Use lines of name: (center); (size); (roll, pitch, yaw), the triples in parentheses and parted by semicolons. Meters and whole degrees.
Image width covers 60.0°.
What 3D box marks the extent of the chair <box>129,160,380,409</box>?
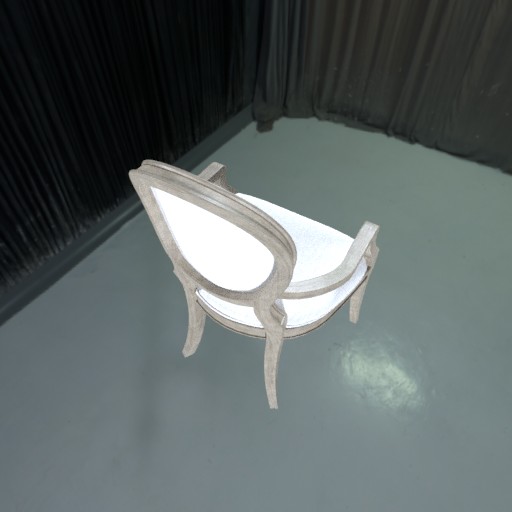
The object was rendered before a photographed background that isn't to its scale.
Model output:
chair: (0.000, 0.000, 1.374); (0.611, 0.991, 0.602); (25, 53, 21)
